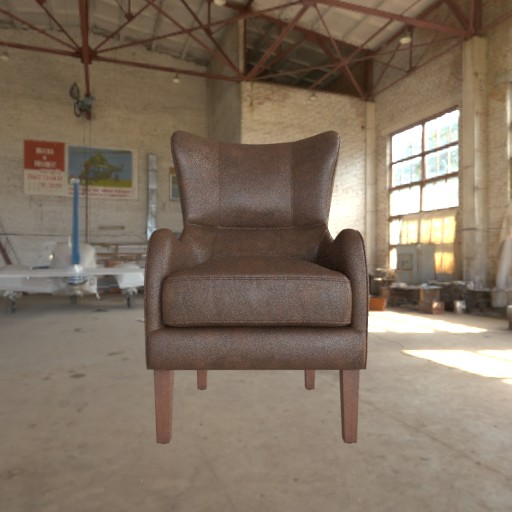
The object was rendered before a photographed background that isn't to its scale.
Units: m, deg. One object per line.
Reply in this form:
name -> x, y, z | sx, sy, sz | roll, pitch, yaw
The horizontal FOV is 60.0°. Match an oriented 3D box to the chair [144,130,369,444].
chair -> 0.000, 0.000, 1.608 | 0.692, 1.048, 0.914 | 0, -1, 0
